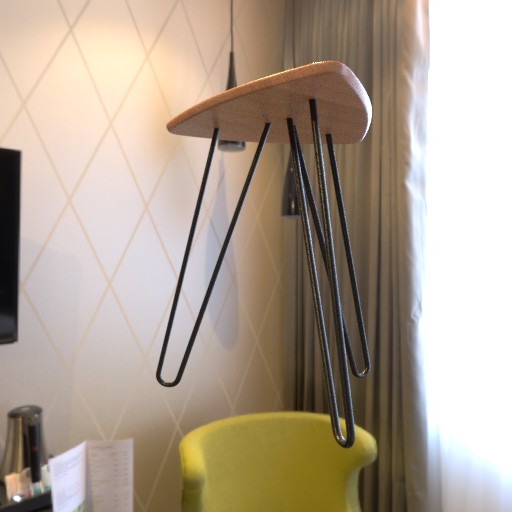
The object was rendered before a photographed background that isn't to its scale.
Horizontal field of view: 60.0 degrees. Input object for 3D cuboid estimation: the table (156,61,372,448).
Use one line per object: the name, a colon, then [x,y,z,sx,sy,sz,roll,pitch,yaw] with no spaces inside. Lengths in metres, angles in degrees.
table: [0.000,0.000,0.900,0.455,0.564,0.442,0,0,17]
